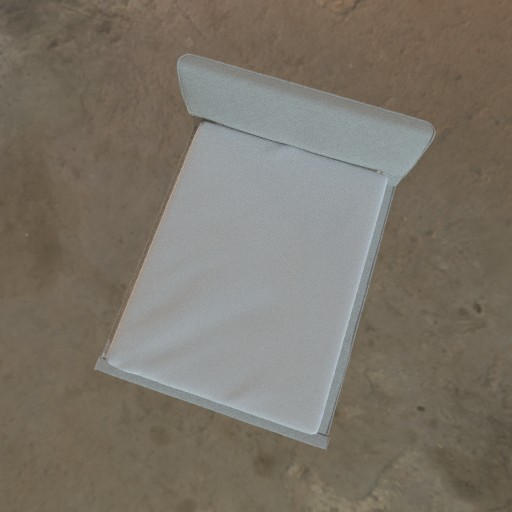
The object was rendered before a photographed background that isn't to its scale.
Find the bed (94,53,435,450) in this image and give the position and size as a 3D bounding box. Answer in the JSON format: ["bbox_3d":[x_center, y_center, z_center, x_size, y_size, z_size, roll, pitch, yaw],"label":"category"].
[{"bbox_3d":[0.000,0.000,3.519,1.980,1.126,2.498,18,77,4],"label":"bed"}]
